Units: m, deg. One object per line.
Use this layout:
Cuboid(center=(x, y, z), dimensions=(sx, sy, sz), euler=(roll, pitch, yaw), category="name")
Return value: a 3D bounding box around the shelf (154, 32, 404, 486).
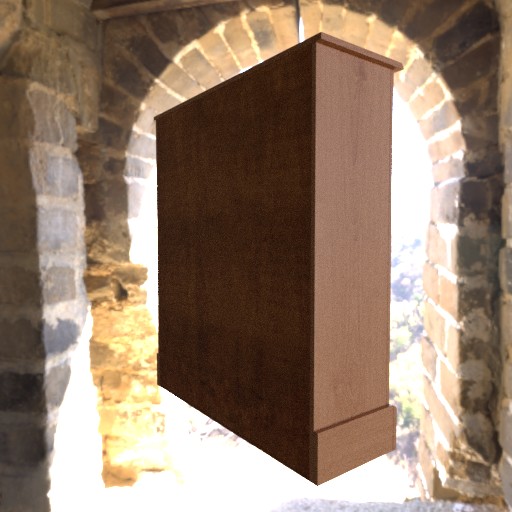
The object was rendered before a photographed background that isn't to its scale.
Cuboid(center=(0.000, 0.000, 1.373), dimensions=(0.291, 0.980, 0.840), euler=(-2, 3, -37), category="shelf")
